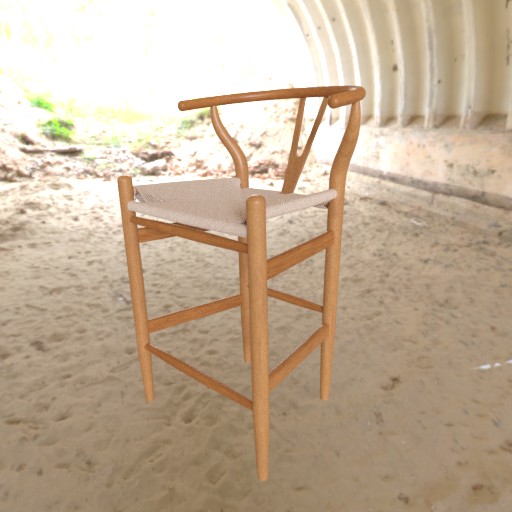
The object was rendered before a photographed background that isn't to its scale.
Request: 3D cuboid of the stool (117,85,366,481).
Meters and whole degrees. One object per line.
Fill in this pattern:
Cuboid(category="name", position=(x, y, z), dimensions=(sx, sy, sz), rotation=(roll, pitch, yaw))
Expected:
Cuboid(category="stool", position=(0.000, 0.000, 1.321), dimensions=(0.569, 0.970, 0.579), rotation=(15, 23, 40))
